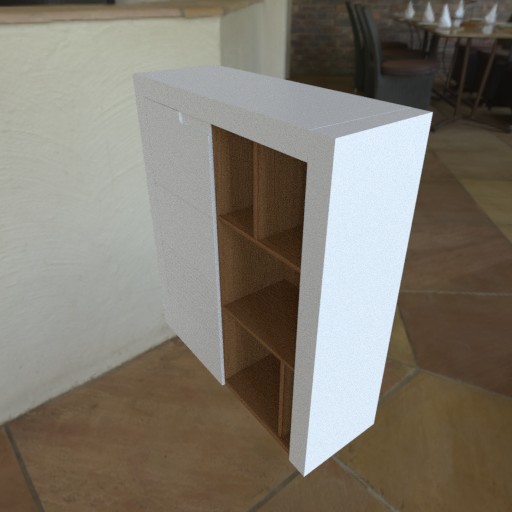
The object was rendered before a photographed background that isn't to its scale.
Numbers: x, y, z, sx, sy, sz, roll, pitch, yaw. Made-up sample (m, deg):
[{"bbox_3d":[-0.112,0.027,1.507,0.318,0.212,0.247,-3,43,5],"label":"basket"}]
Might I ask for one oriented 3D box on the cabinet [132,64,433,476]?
[{"bbox_3d":[0.000,0.000,1.607,0.348,1.150,0.990,-21,37,-31],"label":"cabinet"}]
